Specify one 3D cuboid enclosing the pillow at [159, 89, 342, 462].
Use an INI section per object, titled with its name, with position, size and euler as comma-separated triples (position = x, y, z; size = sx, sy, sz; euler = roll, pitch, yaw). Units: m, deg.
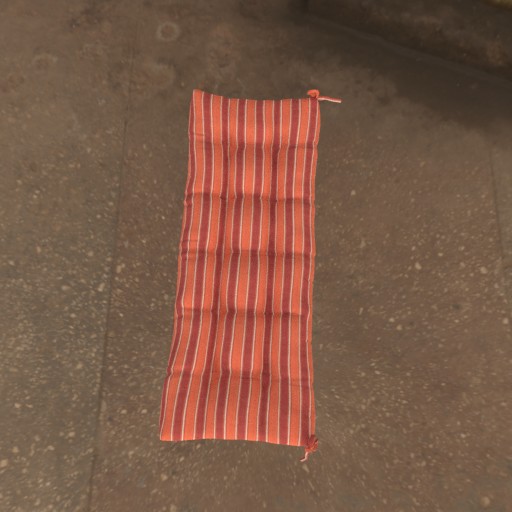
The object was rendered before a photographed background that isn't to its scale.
[pillow]
position = 0.000, 0.000, 1.398
size = 0.511, 0.174, 1.194
euler = 3, 76, 1
